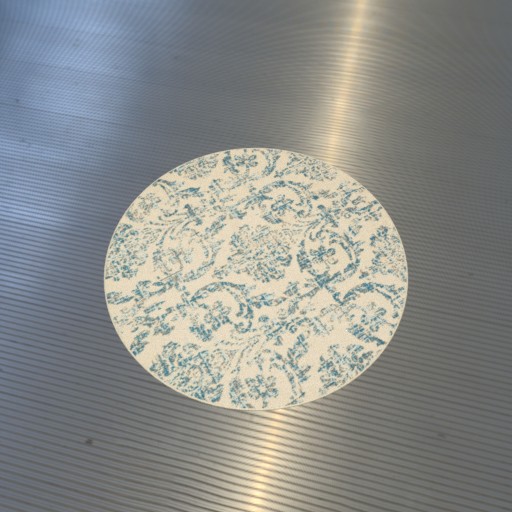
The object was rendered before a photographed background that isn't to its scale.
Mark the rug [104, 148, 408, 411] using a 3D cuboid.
[{"bbox_3d":[0.000,0.000,2.357,1.593,0.012,1.593,0,58,0],"label":"rug"}]
